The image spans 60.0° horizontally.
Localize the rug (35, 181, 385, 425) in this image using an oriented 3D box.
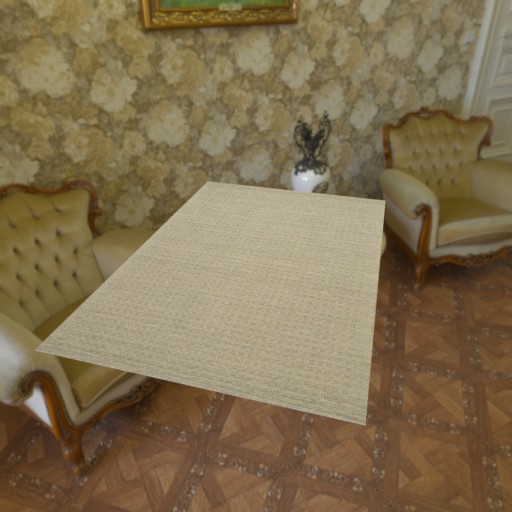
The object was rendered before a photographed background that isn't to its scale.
[{"bbox_3d":[0.000,0.000,3.668,1.981,0.006,2.895,8,32,14],"label":"rug"}]
